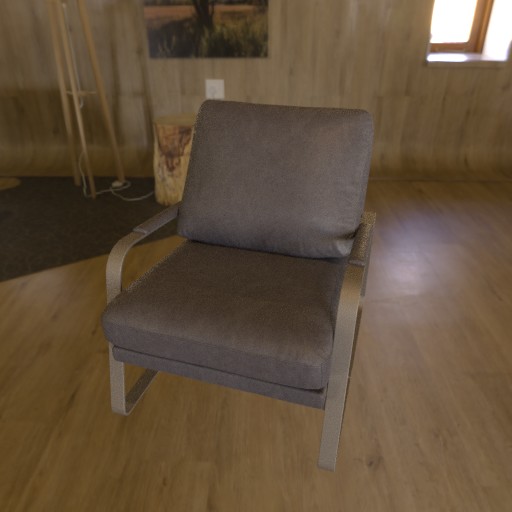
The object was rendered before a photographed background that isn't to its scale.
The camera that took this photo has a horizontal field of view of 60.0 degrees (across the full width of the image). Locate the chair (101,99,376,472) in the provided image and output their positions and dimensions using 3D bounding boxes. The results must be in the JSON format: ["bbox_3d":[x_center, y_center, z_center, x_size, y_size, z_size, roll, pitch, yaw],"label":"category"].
[{"bbox_3d":[0.000,0.000,1.423,0.692,0.839,0.878,9,30,15],"label":"chair"}]
